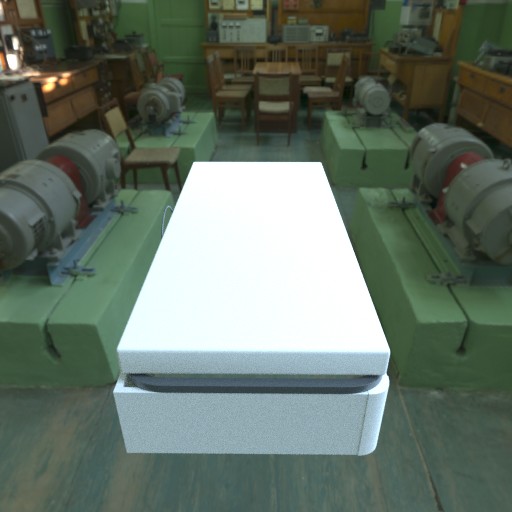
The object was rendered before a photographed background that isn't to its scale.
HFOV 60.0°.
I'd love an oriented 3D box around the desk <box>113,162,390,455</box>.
[{"bbox_3d":[0.000,0.000,2.260,0.900,0.526,1.900,0,30,0],"label":"desk"}]
